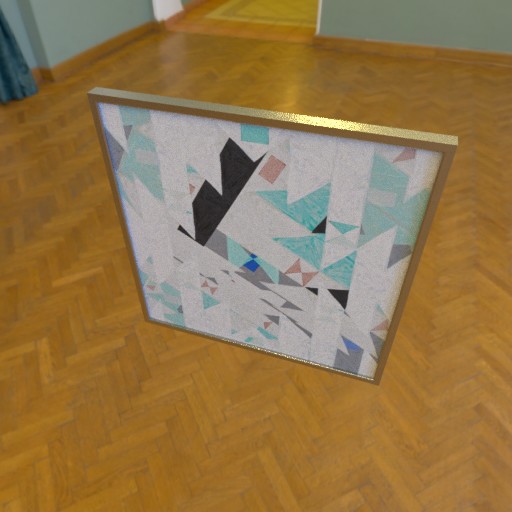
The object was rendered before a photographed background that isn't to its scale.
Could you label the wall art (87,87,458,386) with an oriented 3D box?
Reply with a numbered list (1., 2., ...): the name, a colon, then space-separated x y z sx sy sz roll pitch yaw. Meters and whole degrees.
1. wall art: 0.000 0.000 1.203 0.806 0.806 0.038 12 43 14
